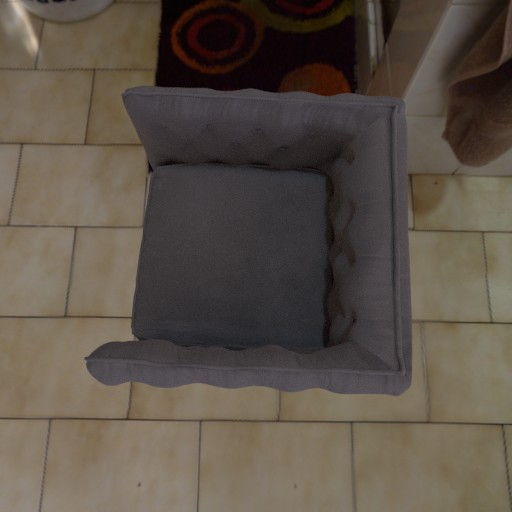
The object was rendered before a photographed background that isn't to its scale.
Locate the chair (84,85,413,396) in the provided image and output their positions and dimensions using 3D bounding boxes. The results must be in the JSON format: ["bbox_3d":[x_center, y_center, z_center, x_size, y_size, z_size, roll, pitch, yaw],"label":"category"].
[{"bbox_3d":[0.000,0.000,1.646,0.913,0.807,0.946,3,76,1],"label":"chair"}]
